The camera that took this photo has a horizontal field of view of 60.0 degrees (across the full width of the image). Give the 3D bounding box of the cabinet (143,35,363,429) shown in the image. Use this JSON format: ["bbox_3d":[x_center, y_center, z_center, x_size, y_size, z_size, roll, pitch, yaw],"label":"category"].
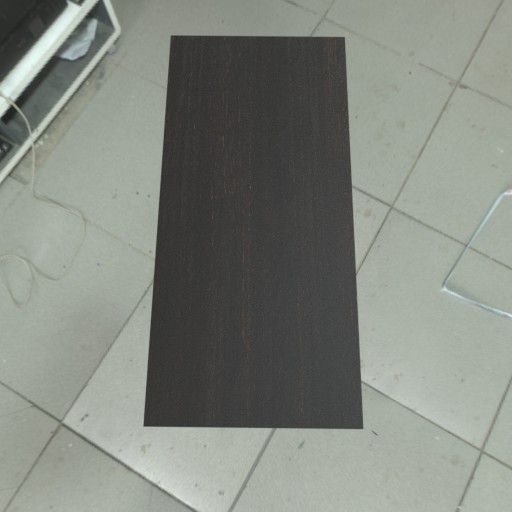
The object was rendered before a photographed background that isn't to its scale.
[{"bbox_3d":[0.000,0.000,1.441,0.451,0.860,0.950,1,75,0],"label":"cabinet"}]
